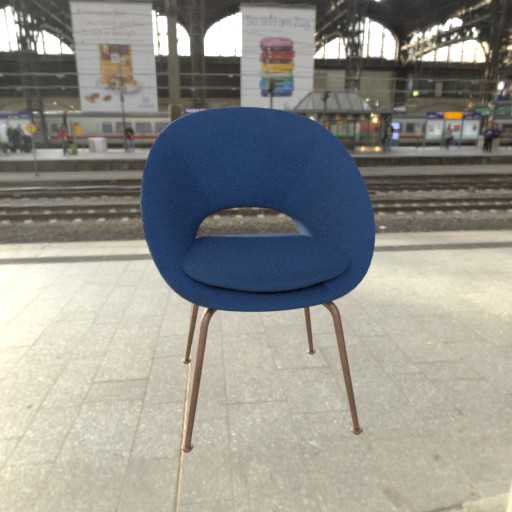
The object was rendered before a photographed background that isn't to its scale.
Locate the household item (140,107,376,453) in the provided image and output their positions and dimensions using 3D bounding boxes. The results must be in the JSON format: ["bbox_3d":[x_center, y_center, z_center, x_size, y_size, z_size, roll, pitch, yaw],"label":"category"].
[{"bbox_3d":[0.000,0.000,1.290,0.623,0.852,0.573,-2,16,-8],"label":"household item"}]
